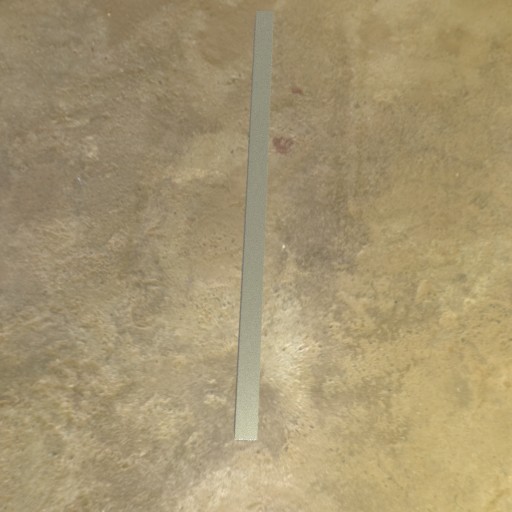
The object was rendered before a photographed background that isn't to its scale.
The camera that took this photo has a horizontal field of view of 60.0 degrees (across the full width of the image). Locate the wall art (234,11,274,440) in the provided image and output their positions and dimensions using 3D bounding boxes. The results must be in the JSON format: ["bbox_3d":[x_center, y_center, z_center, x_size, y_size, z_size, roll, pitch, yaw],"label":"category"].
[{"bbox_3d":[0.000,0.000,1.180,0.038,0.807,0.809,2,75,1],"label":"wall art"}]
